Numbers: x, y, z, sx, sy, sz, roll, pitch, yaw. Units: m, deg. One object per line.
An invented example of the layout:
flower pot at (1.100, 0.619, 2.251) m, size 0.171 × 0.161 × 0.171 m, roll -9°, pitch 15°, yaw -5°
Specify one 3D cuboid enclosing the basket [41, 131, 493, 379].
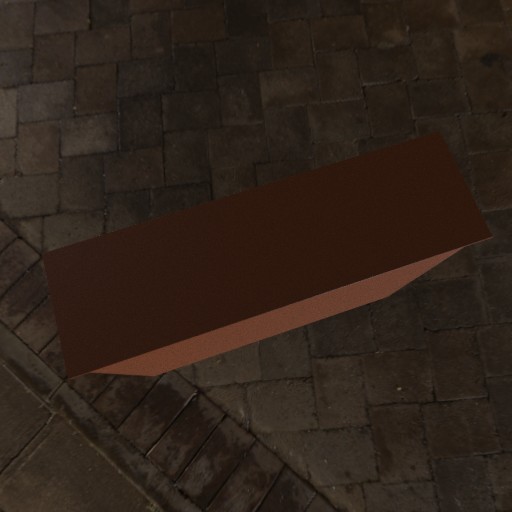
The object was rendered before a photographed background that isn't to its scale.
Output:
basket at (0.000, 0.000, 1.128) m, size 0.792 × 0.625 × 0.376 m, roll -18°, pitch 75°, yaw -5°
